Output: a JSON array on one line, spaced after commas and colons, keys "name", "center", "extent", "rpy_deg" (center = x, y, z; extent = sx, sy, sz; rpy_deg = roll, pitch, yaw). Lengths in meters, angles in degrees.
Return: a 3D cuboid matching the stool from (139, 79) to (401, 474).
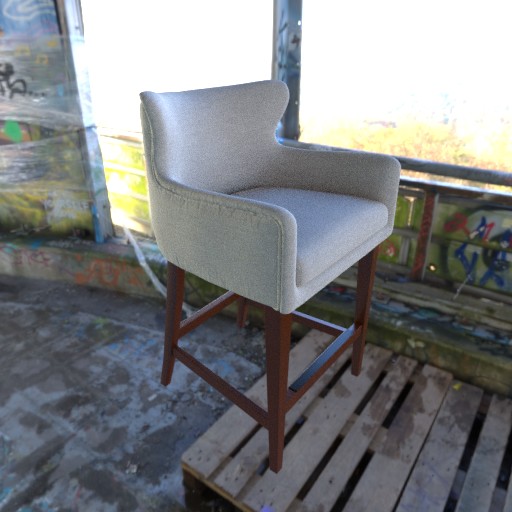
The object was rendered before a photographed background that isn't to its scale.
[{"name": "stool", "center": [0.000, 0.000, 1.379], "extent": [0.637, 0.987, 0.615], "rpy_deg": [18, 31, 33]}]
